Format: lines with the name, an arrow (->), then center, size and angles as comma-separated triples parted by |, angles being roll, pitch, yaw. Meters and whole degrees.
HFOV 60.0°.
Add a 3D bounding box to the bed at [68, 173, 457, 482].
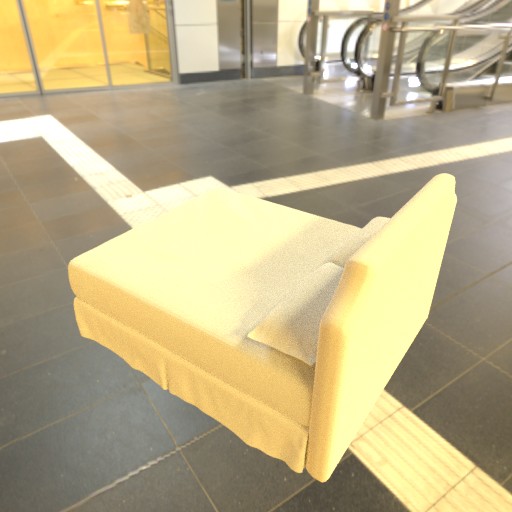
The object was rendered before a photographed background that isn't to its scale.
bed -> 0.000, 0.000, 3.748 | 2.548, 1.524, 2.134 | 20, 36, 30
